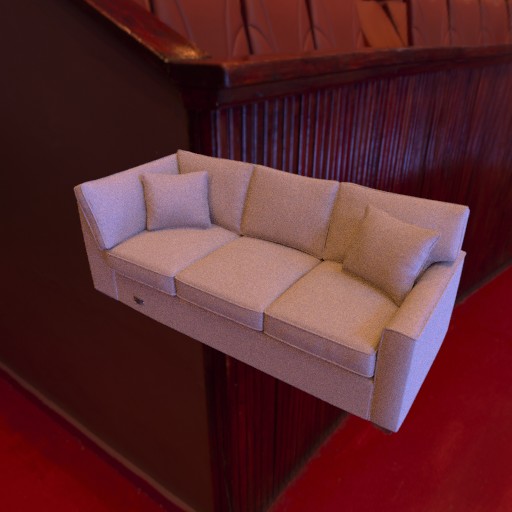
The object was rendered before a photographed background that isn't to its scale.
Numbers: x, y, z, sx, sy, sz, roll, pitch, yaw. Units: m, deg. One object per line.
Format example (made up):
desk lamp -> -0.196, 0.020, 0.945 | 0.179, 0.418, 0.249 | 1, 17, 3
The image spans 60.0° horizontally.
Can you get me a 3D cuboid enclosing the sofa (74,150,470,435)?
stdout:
sofa -> 0.000, 0.000, 2.872 | 2.317, 0.962, 1.061 | 18, 33, 30
